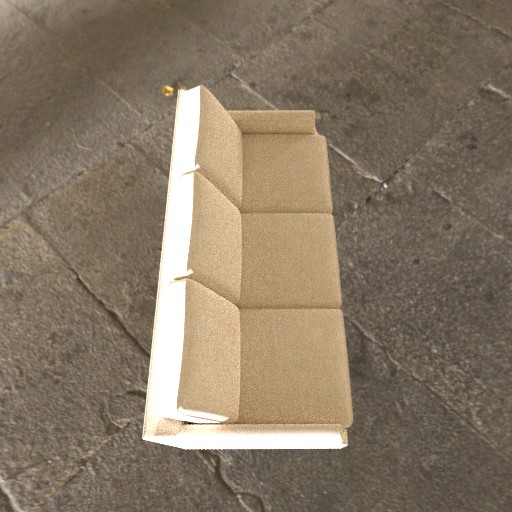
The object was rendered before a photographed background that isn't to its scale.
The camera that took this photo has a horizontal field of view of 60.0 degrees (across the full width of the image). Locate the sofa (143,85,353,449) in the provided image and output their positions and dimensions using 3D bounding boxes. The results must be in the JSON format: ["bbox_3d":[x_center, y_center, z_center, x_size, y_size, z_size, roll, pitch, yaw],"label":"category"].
[{"bbox_3d":[0.000,0.000,2.812,1.041,0.940,2.210,0,63,0],"label":"sofa"}]
